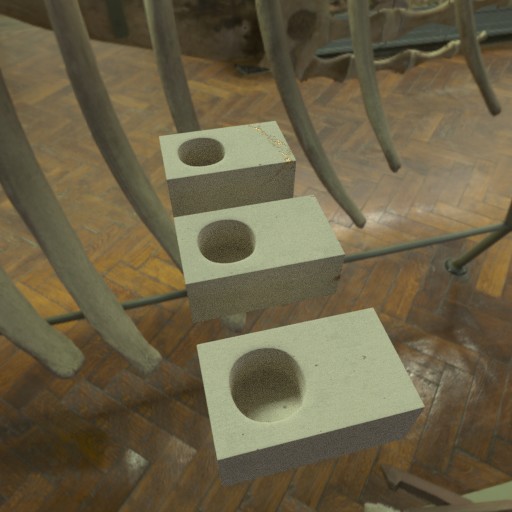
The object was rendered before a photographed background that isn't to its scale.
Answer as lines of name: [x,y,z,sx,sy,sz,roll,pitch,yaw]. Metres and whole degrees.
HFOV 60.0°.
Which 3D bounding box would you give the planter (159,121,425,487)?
planter: [0.000,0.000,0.383,0.127,0.051,0.333,-10,48,-9]
